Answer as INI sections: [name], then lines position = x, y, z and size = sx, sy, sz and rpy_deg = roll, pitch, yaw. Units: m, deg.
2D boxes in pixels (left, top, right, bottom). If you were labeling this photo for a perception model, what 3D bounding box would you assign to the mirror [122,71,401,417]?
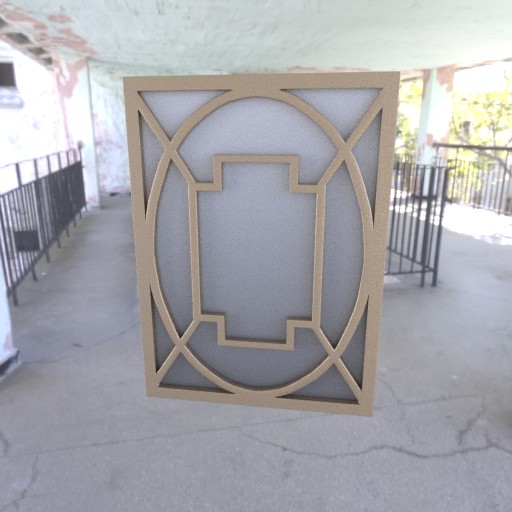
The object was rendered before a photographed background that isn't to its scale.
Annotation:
[mirror]
position = 0.000, 0.000, 1.343
size = 0.756, 1.023, 0.032
rpy_deg = 2, 16, 8
